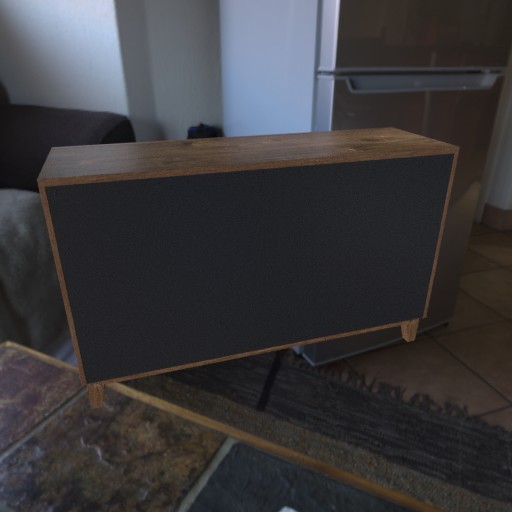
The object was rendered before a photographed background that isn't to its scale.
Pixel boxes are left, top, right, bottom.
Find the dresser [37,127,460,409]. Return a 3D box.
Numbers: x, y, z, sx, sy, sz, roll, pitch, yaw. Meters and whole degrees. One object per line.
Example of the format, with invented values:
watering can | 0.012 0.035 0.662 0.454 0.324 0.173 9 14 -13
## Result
dresser | 0.000 0.000 1.785 1.400 0.873 0.446 -8 27 -16
